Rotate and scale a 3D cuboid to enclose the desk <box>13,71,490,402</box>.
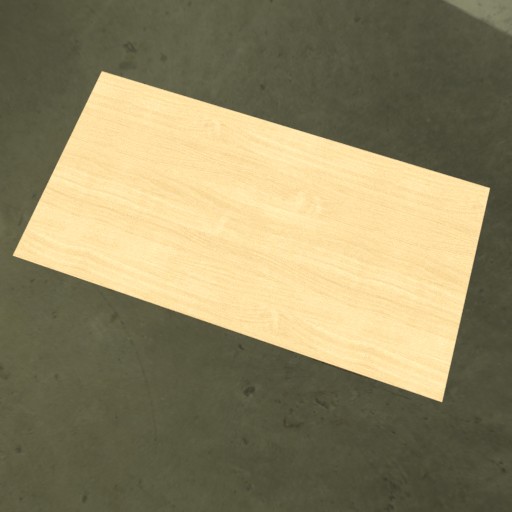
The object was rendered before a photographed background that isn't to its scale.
[{"bbox_3d":[0.000,0.000,1.488,1.097,0.735,0.560,18,77,4],"label":"desk"}]
